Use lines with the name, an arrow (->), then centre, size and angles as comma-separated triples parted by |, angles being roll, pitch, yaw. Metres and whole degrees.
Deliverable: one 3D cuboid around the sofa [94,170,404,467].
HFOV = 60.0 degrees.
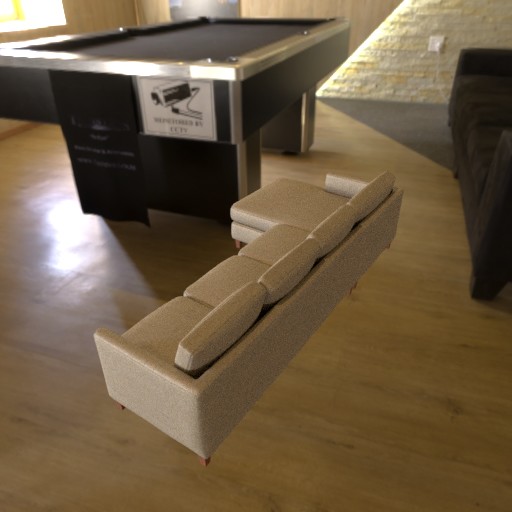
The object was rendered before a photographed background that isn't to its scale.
sofa -> 0.000, 0.000, 3.841 | 1.502, 0.876, 3.201 | 20, 37, 29
